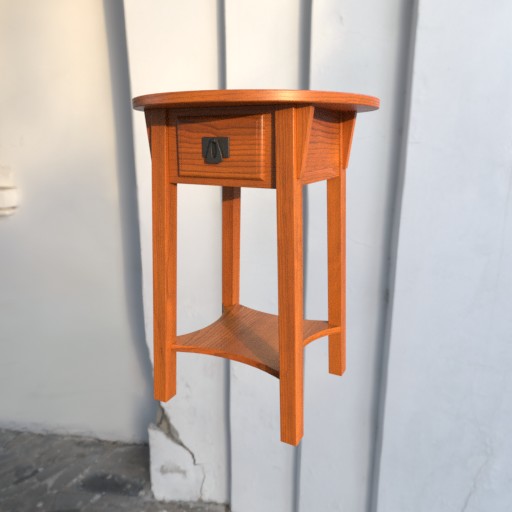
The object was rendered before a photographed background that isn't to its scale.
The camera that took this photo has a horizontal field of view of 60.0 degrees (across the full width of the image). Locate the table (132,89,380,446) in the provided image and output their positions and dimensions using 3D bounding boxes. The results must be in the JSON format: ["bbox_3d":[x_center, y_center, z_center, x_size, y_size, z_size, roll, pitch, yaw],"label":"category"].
[{"bbox_3d":[0.000,0.000,0.925,0.457,0.610,0.457,0,15,0],"label":"table"}]
